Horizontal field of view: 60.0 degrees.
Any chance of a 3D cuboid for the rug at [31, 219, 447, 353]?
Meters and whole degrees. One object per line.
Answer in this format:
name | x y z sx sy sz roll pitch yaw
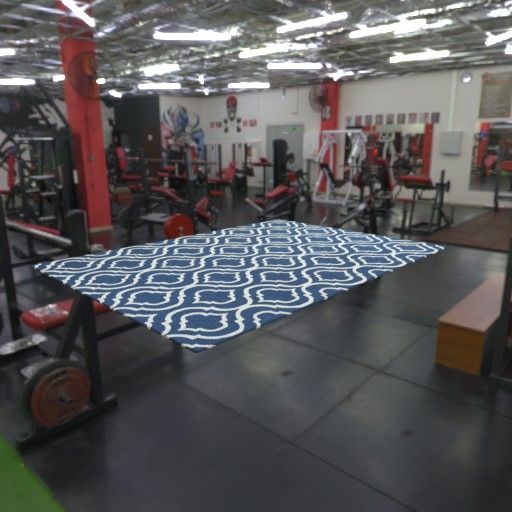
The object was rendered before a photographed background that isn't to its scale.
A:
rug | 0.000 0.000 2.756 1.524 0.010 2.134 14 20 43
